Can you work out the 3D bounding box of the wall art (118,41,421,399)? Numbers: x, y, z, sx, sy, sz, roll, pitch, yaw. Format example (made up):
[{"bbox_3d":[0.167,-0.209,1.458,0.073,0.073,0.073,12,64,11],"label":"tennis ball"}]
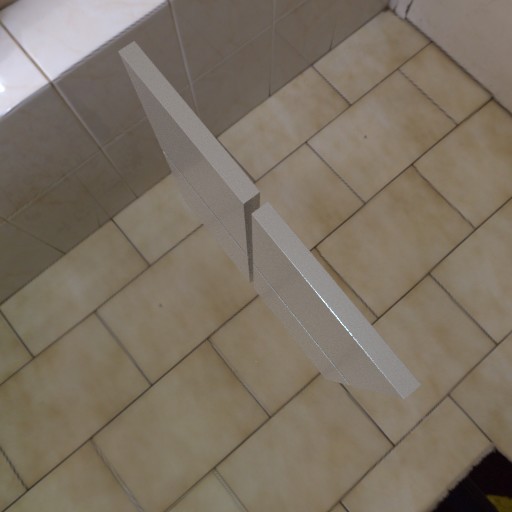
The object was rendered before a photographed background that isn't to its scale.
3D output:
[{"bbox_3d":[0.000,0.000,0.885,0.029,0.611,0.611,-37,79,-8],"label":"wall art"}]
